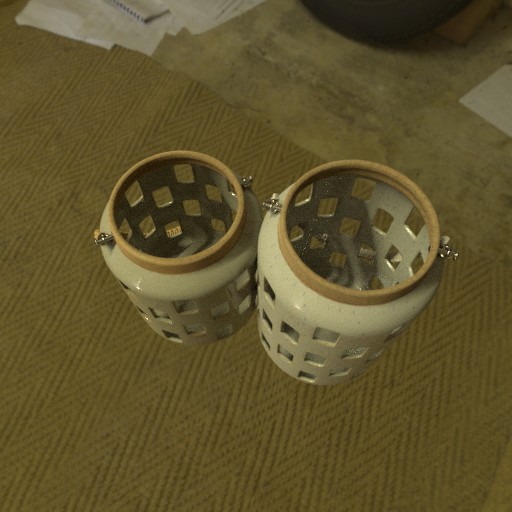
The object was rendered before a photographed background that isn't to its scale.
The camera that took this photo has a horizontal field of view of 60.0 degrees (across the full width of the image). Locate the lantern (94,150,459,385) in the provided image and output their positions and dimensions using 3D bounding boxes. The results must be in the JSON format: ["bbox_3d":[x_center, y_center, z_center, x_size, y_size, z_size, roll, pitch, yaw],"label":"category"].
[{"bbox_3d":[0.000,0.000,0.486,0.347,0.255,0.184,16,64,8],"label":"lantern"}]
